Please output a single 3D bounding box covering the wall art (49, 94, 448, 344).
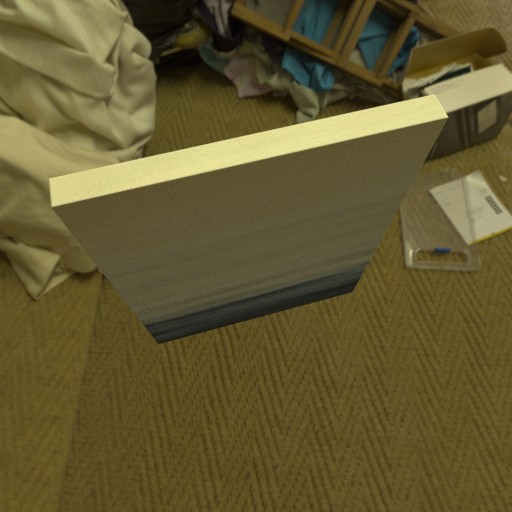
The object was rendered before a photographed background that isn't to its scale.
[{"bbox_3d":[0.000,0.000,0.809,0.489,0.608,0.040,-14,65,-7],"label":"wall art"}]
